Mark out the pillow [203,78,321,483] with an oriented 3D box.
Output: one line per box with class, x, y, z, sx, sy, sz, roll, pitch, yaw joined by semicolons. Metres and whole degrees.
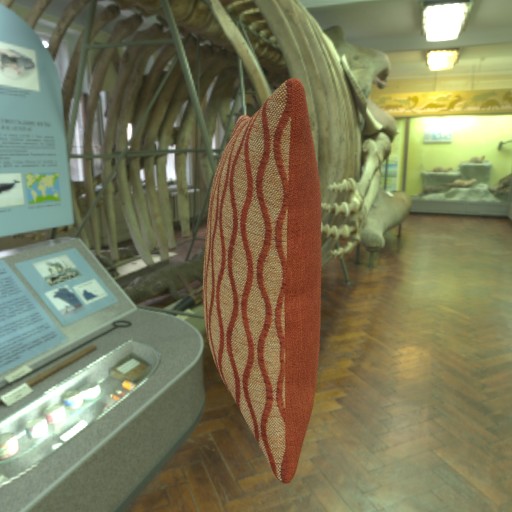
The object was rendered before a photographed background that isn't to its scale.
pillow;0.000;0.000;0.654;0.159;0.434;0.429;-2;14;-9
